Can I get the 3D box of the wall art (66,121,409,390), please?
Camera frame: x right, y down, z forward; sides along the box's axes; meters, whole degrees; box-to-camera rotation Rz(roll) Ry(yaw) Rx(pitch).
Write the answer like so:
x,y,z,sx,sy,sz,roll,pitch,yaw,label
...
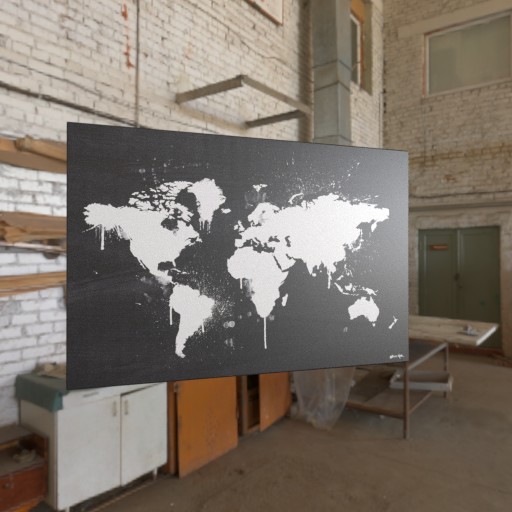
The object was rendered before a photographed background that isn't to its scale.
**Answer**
x,y,z,sx,sy,sz,roll,pitch,yaw,label
0.000,0.000,1.158,0.912,0.612,0.038,0,0,-18,wall art
